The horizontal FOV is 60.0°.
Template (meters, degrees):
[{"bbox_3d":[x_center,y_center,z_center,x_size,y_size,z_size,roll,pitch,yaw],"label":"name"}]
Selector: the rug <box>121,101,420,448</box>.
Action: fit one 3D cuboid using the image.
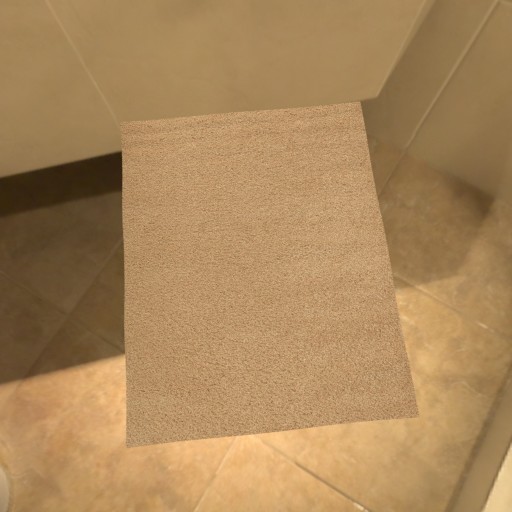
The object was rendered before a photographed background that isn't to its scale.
[{"bbox_3d":[0.000,0.000,4.018,2.400,0.026,3.000,-5,74,-2],"label":"rug"}]
